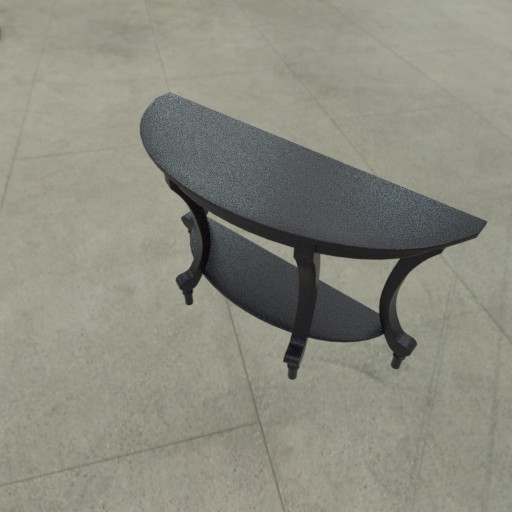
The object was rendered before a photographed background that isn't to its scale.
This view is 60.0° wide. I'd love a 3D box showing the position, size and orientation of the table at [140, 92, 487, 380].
[{"bbox_3d":[0.000,0.000,1.528,1.198,0.692,0.394,30,51,28],"label":"table"}]
